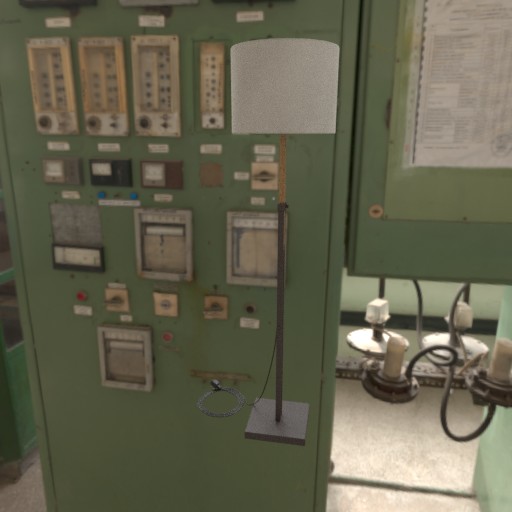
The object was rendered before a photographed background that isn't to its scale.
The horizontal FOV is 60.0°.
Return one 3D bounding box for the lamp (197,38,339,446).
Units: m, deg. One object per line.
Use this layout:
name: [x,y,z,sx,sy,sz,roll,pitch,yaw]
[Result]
lamp: [0.000,0.000,1.946,0.639,1.650,0.474,3,16,10]
